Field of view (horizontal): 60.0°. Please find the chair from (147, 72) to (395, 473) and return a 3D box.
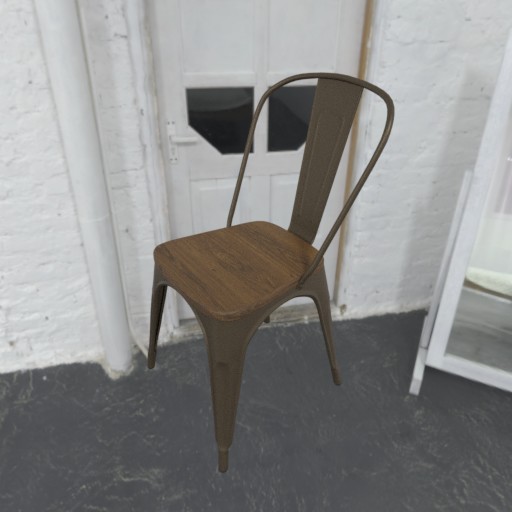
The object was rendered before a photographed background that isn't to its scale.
[{"bbox_3d":[0.000,0.000,1.160,0.532,0.844,0.451,-20,36,-30],"label":"chair"}]
